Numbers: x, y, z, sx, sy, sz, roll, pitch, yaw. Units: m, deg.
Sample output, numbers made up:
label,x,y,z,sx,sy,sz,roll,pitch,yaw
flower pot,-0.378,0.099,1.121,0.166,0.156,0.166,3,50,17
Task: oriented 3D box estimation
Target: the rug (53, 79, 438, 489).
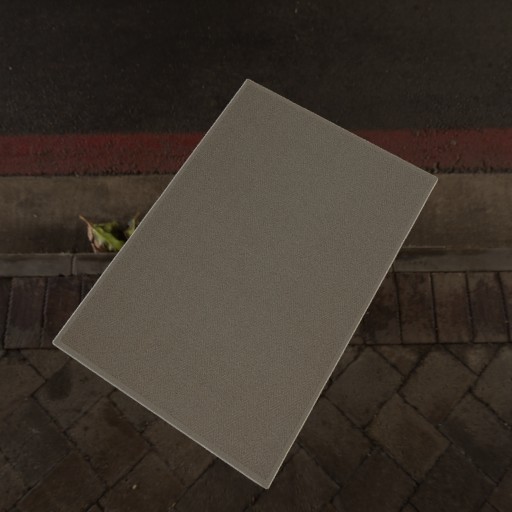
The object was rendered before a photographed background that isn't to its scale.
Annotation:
label,x,y,z,sx,sy,sz,roll,pitch,yaw
rug,0.000,0.000,2.849,1.532,0.017,2.244,31,76,9
